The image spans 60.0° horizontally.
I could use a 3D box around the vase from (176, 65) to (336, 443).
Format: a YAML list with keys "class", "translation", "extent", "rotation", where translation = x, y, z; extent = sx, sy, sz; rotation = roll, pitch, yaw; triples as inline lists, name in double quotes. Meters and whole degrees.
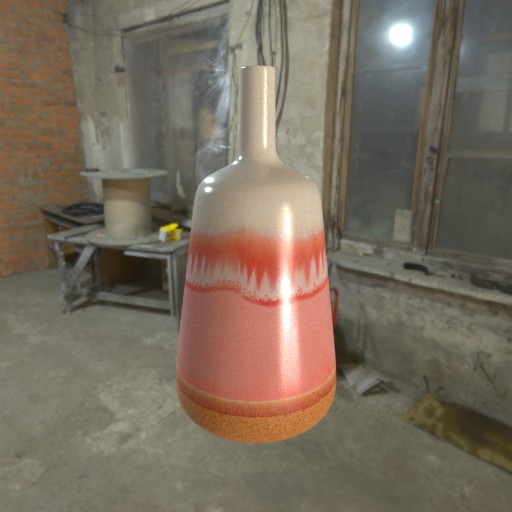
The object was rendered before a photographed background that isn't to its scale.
- class: "vase"
  translation: [0.000, 0.000, 0.376]
  extent: [0.144, 0.296, 0.144]
  rotation: [0, 15, 0]
